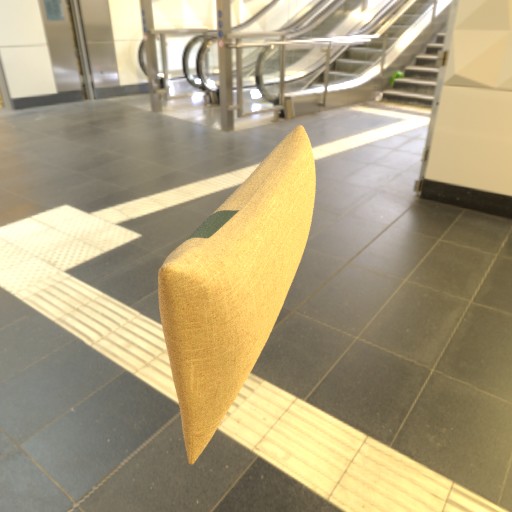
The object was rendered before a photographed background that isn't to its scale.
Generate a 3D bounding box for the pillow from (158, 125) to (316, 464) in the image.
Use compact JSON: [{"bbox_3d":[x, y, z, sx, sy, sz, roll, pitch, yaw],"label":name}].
[{"bbox_3d":[0.000,0.000,1.051,0.197,0.429,0.859,9,30,15],"label":"pillow"}]
